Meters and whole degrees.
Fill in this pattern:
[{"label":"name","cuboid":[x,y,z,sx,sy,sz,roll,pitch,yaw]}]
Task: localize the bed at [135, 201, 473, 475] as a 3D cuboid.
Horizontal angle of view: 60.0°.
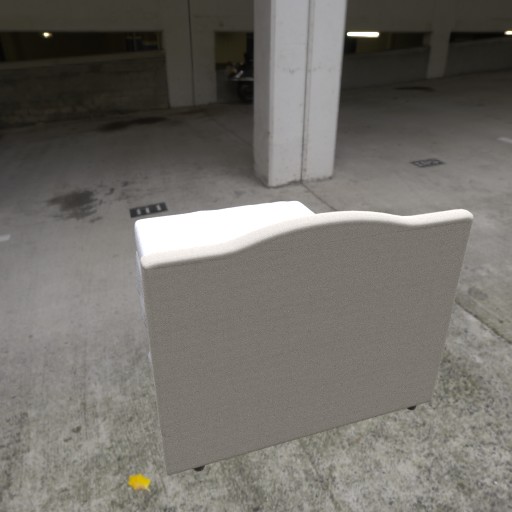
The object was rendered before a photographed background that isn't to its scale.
[{"label":"bed","cuboid":[0.000,0.000,3.241,1.741,1.449,2.196,-9,28,-16]}]
